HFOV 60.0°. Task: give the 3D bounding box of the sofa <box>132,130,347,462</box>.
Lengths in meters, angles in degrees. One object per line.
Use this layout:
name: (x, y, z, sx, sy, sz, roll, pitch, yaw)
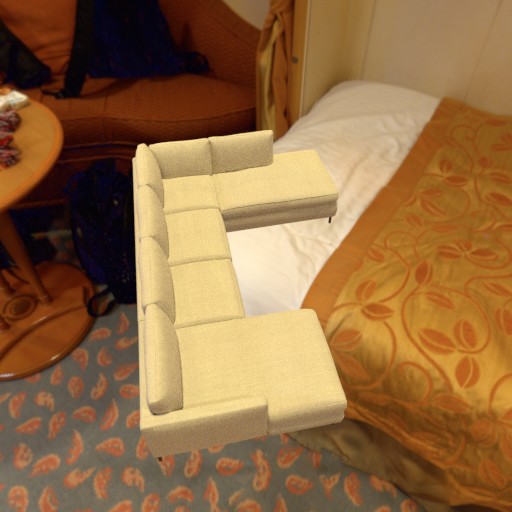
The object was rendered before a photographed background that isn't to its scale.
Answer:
sofa: (0.000, 0.000, 3.617, 1.879, 0.756, 2.737, -9, 47, -8)
